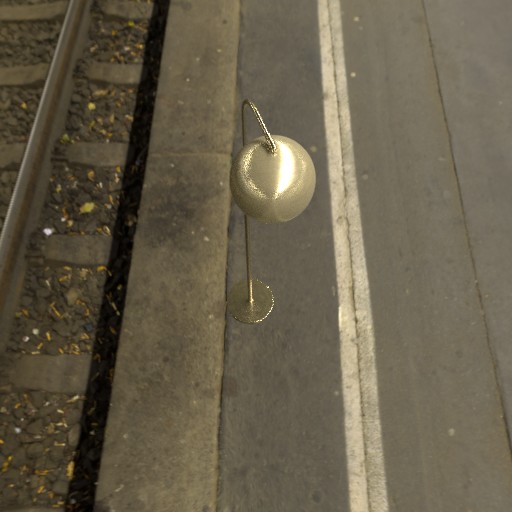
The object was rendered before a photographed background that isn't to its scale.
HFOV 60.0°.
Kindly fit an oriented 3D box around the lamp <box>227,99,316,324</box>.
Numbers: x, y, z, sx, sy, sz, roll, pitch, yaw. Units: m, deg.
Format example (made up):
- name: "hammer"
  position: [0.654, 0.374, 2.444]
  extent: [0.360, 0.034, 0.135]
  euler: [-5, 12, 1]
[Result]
- name: "lamp"
  position: [0.000, 0.000, 1.685]
  extent: [0.250, 1.526, 0.431]
  euler: [-18, 66, -9]
